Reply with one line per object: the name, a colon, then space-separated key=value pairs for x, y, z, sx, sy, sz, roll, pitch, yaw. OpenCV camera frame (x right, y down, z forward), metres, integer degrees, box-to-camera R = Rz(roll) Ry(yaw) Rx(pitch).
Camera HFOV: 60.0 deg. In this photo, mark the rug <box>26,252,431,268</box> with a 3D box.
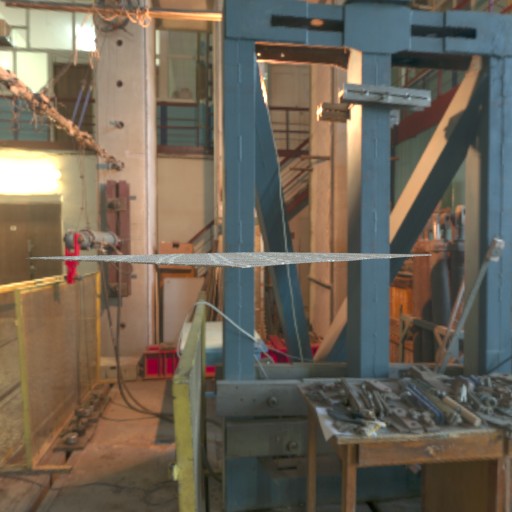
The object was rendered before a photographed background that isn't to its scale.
rug: x=0.000 y=0.000 z=2.767 sx=1.524 sy=0.013 sz=2.135 roll=1 pitch=2 yaw=38
